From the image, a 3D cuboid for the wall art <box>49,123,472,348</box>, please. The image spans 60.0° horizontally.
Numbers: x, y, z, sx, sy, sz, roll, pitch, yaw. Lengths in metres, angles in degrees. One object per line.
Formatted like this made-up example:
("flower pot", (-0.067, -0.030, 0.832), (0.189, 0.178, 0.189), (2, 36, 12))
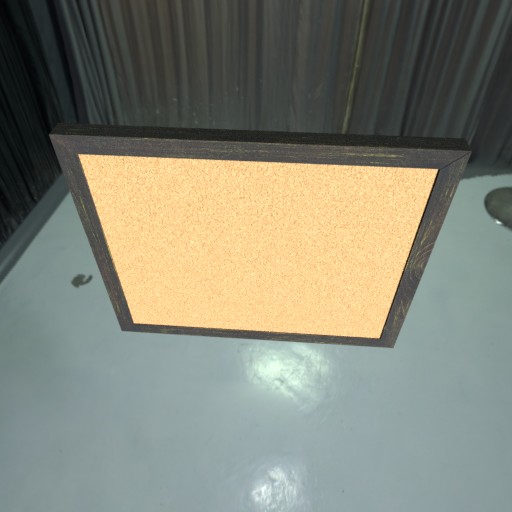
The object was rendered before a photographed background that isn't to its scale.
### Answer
("wall art", (0.000, 0.000, 0.758), (0.558, 0.457, 0.032), (3, 45, 3))
